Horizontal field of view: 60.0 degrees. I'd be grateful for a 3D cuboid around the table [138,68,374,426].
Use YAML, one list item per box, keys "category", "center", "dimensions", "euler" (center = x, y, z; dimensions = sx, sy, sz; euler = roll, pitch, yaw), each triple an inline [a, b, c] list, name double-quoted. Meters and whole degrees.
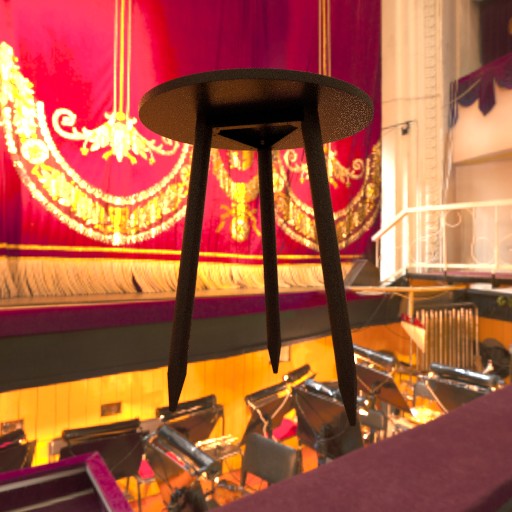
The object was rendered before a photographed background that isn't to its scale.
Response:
- category: "table"
  center: [0.000, 0.000, 0.893]
  dimensions: [0.457, 0.585, 0.457]
  euler: [0, 0, 0]
